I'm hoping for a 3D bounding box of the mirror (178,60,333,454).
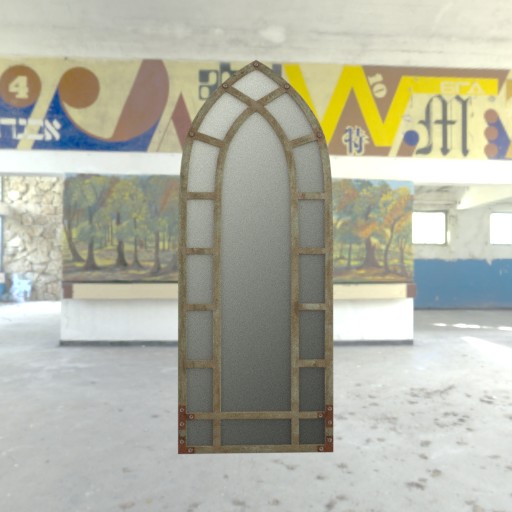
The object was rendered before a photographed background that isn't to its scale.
[{"bbox_3d":[0.000,0.000,1.333,0.464,1.175,0.025,0,0,-2],"label":"mirror"}]
